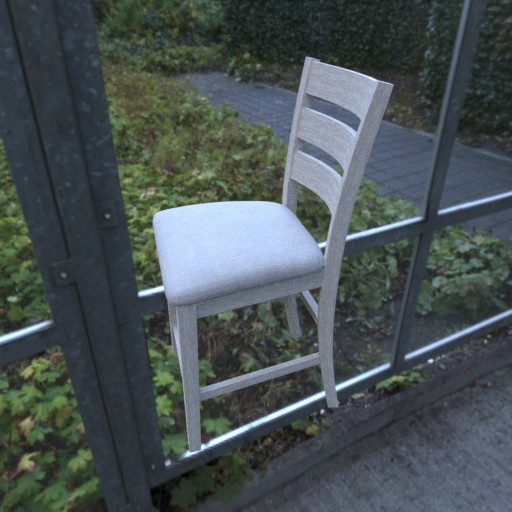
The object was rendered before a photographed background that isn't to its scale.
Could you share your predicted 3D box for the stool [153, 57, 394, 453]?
[{"bbox_3d":[0.000,0.000,1.326,0.569,1.032,0.484,-8,32,-13],"label":"stool"}]
